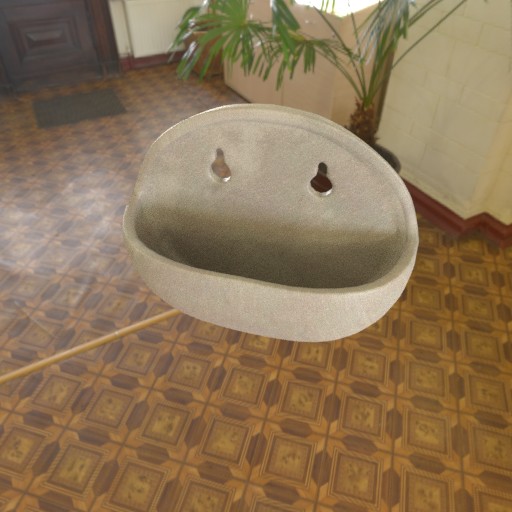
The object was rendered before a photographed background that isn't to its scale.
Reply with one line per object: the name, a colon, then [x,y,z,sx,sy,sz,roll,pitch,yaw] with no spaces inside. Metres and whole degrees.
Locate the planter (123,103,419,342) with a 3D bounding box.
planter: [0.000,0.000,0.274,0.190,0.164,0.073,10,43,11]
